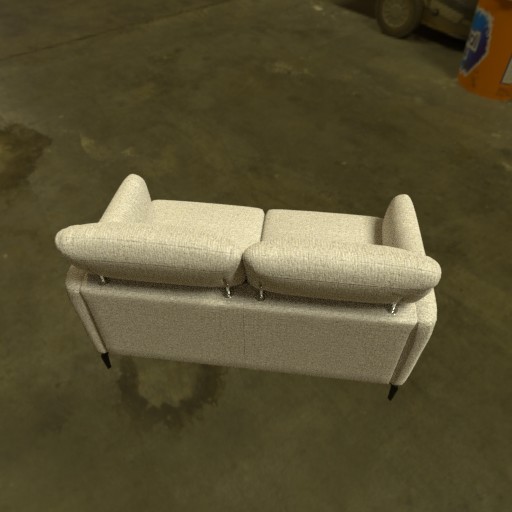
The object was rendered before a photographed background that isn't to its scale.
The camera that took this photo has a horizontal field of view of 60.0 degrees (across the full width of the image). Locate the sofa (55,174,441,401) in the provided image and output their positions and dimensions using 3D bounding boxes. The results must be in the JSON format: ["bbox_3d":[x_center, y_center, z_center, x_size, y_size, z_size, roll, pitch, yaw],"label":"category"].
[{"bbox_3d":[0.000,0.000,2.117,1.540,0.950,0.905,5,47,5],"label":"sofa"}]
